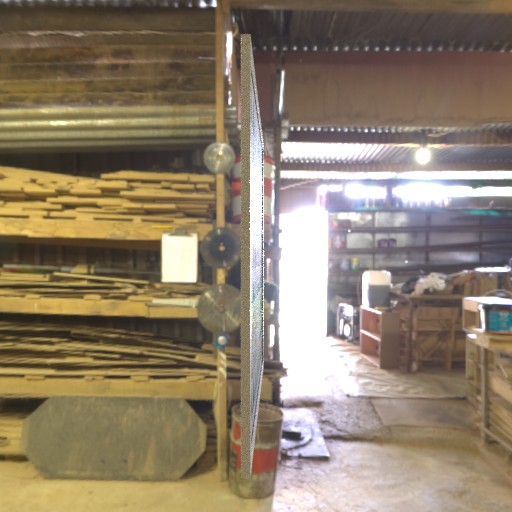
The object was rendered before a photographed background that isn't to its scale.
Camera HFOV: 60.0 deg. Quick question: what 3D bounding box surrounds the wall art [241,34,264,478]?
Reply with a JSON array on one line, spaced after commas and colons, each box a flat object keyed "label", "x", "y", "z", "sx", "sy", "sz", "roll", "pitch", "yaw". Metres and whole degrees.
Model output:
[{"label": "wall art", "x": 0.000, "y": 0.000, "z": 0.835, "sx": 0.012, "sy": 0.557, "sz": 0.557, "roll": 0, "pitch": 0, "yaw": 3}]
